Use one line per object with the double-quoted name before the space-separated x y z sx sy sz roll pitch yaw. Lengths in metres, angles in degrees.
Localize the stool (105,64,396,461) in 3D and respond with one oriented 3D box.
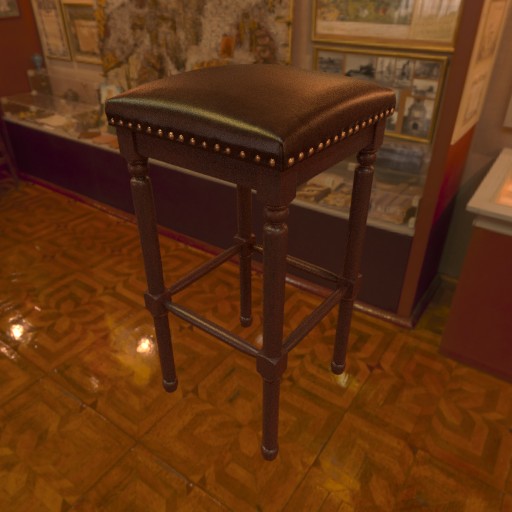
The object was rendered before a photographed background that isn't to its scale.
"stool" 0.000 0.000 0.972 0.382 0.768 0.383 22 38 31
